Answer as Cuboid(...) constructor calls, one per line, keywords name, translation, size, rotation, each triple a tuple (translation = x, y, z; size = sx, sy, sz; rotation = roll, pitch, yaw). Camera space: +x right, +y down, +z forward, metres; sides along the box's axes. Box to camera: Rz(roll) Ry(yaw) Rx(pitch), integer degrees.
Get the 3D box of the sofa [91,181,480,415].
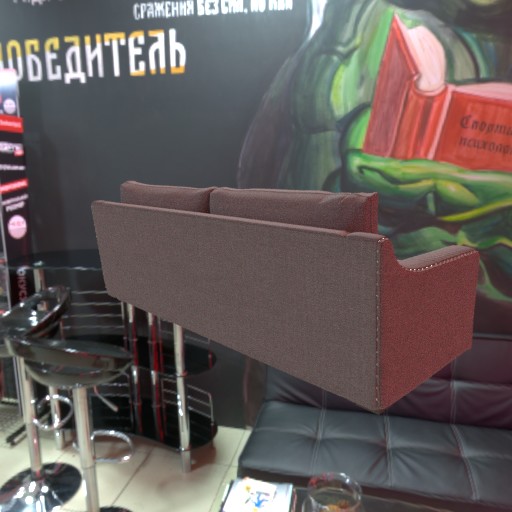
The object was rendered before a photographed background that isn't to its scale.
Cuboid(name="sofa", translation=(0.000, 0.000, 2.639), size=(1.000, 0.857, 2.208), rotation=(-11, 16, -43))
